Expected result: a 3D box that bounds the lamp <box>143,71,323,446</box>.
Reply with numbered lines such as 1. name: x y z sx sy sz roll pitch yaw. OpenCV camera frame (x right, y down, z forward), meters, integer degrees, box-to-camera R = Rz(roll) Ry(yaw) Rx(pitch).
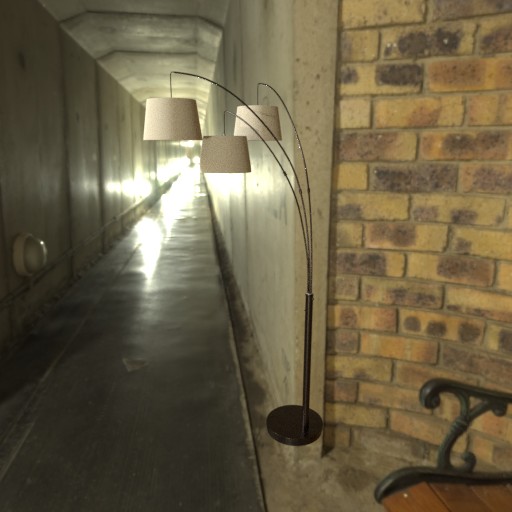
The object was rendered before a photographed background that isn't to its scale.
1. lamp: 0.000 0.000 2.518 0.951 1.950 0.924 -14 20 -43
